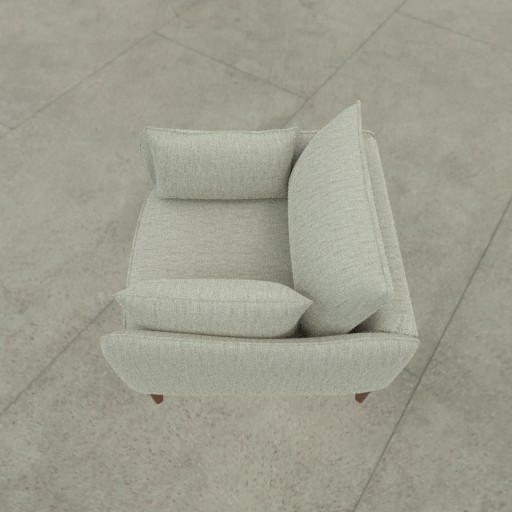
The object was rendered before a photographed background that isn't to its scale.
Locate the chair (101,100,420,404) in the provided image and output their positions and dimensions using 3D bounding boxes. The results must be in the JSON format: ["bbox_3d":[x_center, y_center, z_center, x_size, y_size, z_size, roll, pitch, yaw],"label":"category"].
[{"bbox_3d":[0.000,0.000,1.730,0.991,0.855,0.994,0,57,0],"label":"chair"}]
